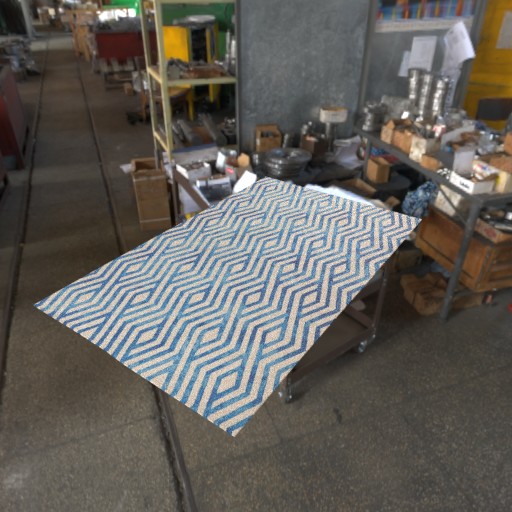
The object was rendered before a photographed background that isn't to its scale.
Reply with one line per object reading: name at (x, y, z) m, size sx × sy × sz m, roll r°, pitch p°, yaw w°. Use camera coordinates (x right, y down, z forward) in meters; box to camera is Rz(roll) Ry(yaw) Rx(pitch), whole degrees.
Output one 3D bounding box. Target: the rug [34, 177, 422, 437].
rug at (0.000, 0.000, 3.107) m, size 1.531 × 0.008 × 2.439 m, roll 21°, pitch 38°, yaw 29°
